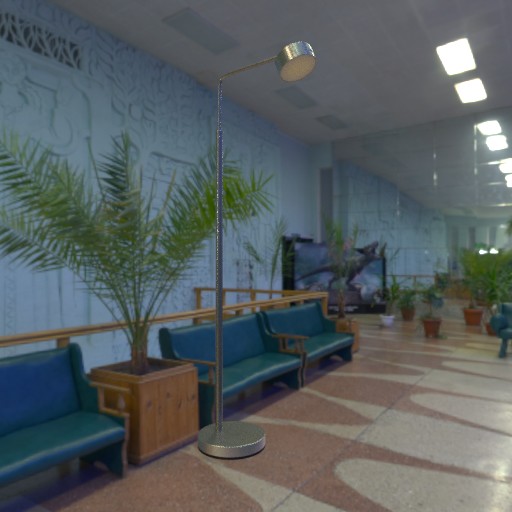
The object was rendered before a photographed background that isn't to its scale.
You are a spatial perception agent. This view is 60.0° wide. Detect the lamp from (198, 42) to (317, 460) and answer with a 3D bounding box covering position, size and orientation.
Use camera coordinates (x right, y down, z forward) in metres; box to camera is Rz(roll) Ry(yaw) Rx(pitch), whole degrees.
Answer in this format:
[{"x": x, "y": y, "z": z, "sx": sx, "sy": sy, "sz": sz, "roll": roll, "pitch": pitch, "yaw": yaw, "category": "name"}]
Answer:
[{"x": 0.000, "y": 0.000, "z": 1.415, "sx": 0.421, "sy": 1.250, "sz": 0.222, "roll": -1, "pitch": -1, "yaw": 36, "category": "lamp"}]
